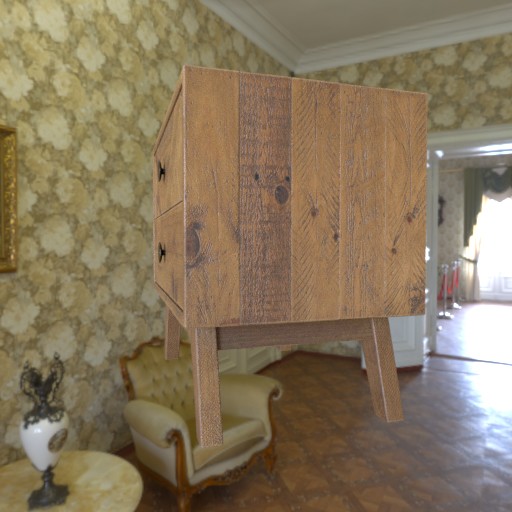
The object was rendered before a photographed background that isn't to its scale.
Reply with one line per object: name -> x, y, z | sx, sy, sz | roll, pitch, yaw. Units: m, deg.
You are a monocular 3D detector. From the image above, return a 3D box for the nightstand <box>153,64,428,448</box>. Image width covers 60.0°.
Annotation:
nightstand -> 0.000, 0.000, 1.049 | 0.450, 0.599, 0.650 | 0, 2, -17
